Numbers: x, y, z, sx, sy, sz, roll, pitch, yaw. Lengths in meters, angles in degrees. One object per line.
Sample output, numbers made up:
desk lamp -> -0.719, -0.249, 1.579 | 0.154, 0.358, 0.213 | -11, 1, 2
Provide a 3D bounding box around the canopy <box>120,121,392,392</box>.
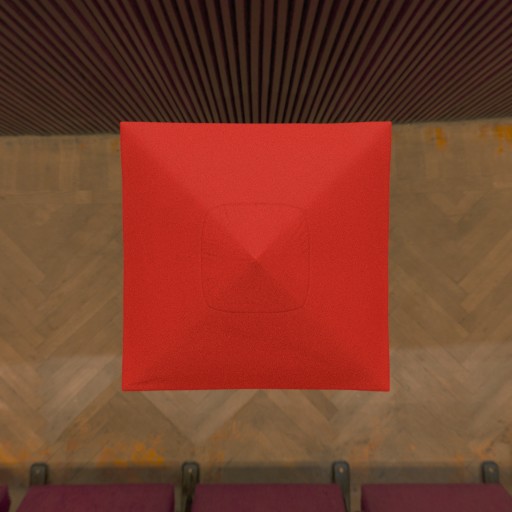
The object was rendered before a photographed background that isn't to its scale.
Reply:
canopy -> 0.000, 0.000, 5.617 | 2.998, 2.997, 2.996 | 0, 91, 0
